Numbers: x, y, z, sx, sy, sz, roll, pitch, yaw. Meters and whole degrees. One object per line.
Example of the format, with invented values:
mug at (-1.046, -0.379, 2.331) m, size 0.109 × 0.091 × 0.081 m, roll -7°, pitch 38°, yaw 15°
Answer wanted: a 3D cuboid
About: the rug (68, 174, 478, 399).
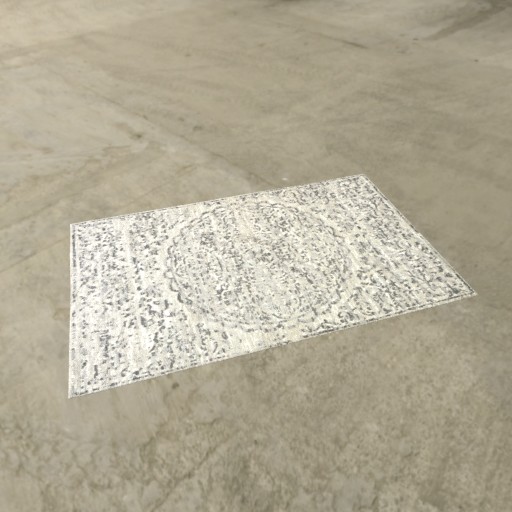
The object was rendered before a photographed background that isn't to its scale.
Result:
rug at (0.000, 0.000, 3.049) m, size 2.447 × 0.021 × 1.527 m, roll -12°, pitch 43°, yaw -13°
